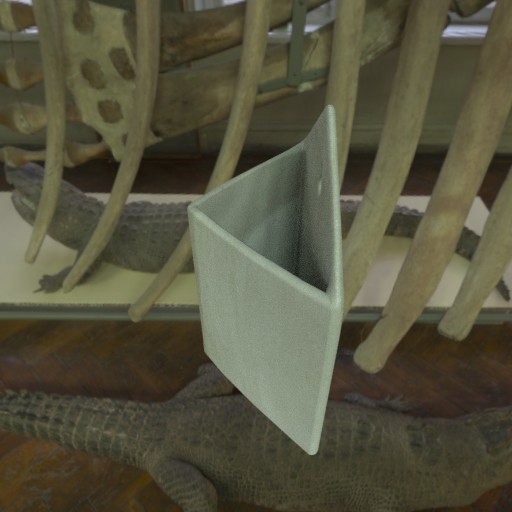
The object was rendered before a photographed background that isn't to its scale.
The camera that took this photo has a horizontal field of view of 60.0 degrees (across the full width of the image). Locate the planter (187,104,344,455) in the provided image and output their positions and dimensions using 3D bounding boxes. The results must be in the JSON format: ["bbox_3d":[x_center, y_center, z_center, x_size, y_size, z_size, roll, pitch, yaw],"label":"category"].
[{"bbox_3d":[0.000,0.000,0.279,0.080,0.194,0.163,0,40,0],"label":"planter"}]
